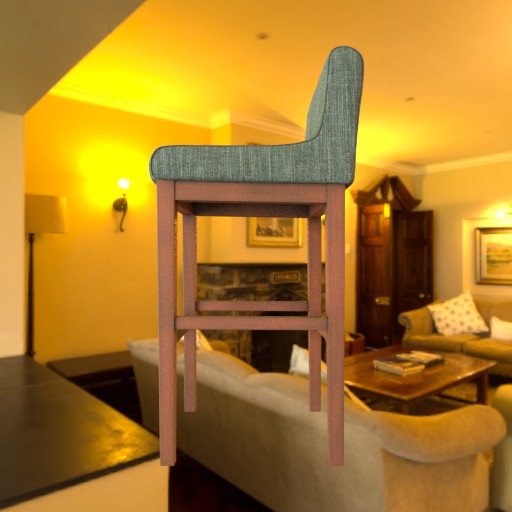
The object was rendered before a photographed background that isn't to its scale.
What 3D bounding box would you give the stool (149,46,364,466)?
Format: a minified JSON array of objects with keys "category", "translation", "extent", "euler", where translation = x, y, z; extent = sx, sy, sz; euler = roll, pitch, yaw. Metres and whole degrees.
[{"category":"stool","translation":[0.000,0.000,1.208],"extent":[0.499,0.965,0.426],"euler":[0,0,0]}]
